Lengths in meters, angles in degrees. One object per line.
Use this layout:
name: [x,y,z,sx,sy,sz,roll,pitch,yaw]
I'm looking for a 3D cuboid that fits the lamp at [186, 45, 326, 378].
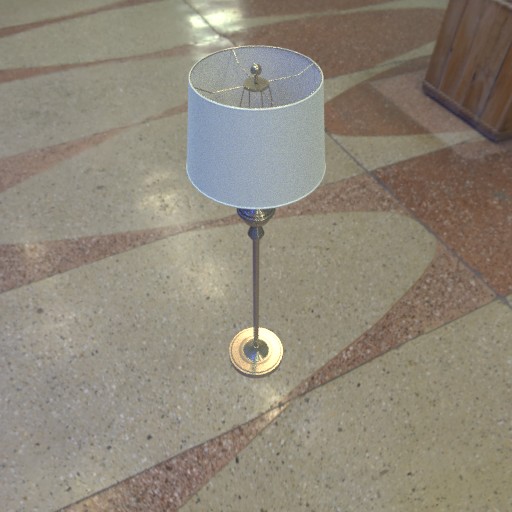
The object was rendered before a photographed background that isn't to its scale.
lamp: [0.000,0.000,1.700,0.431,1.488,0.431,0,48,0]
